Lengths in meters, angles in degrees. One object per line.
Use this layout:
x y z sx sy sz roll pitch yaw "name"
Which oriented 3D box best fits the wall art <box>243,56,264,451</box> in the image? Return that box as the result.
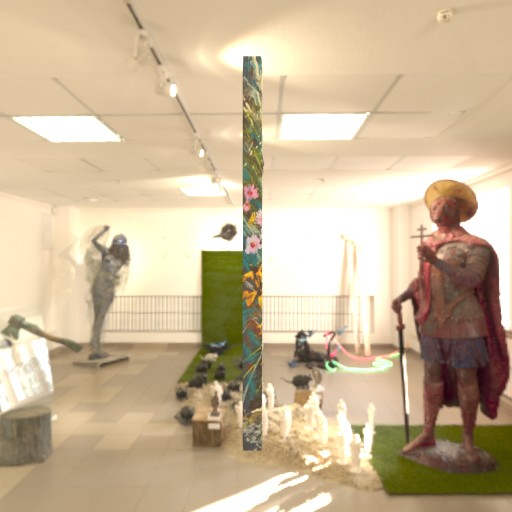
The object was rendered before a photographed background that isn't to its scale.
0.000 0.000 1.420 0.042 0.760 1.136 0 -1 1 "wall art"
